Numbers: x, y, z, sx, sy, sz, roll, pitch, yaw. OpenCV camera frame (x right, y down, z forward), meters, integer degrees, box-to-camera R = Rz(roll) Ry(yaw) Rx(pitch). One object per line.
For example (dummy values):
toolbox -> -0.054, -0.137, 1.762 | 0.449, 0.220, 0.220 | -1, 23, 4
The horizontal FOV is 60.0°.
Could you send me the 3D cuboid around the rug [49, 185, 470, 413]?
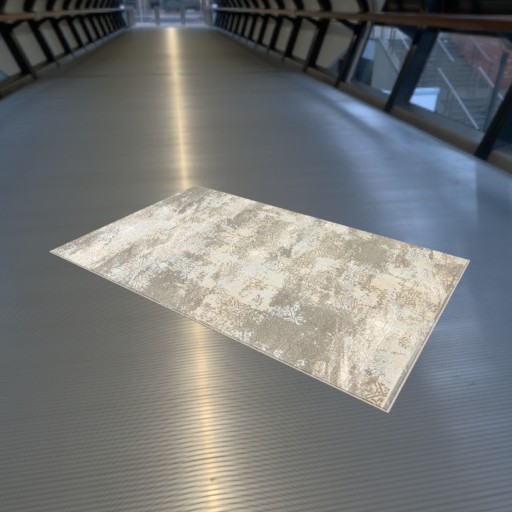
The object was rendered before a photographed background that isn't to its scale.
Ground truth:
rug -> 0.000, 0.000, 3.027 | 2.431, 0.012, 1.536 | 19, 35, 29
